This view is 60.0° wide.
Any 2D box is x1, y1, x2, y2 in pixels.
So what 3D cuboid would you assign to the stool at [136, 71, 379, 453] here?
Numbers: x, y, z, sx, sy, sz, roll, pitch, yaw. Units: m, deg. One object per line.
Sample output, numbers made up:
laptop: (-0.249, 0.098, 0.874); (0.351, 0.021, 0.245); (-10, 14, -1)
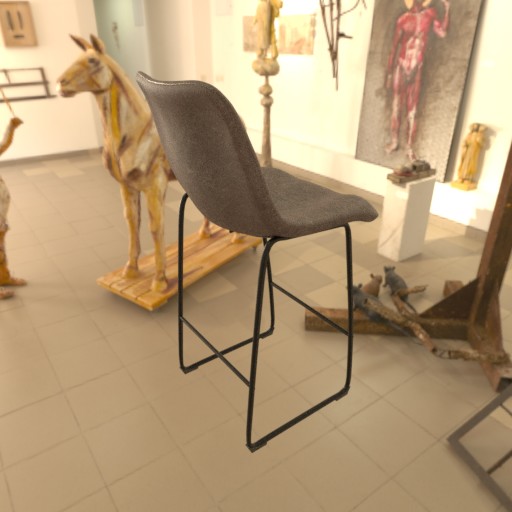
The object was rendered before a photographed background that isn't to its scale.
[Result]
stool: (0.000, 0.000, 1.395); (0.561, 1.082, 0.514); (-18, 32, -32)
